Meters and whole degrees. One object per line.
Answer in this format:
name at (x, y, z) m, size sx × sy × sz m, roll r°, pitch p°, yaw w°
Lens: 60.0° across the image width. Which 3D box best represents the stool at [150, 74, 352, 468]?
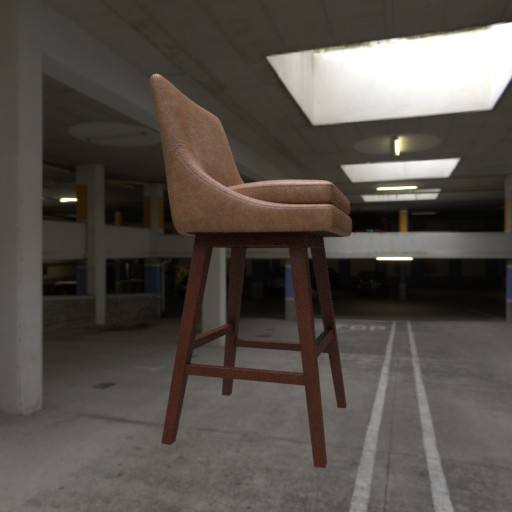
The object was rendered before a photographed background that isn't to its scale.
stool at (0.000, 0.000, 1.438) m, size 0.572 × 1.079 × 0.487 m, roll 0°, pitch 0°, yaw 18°
